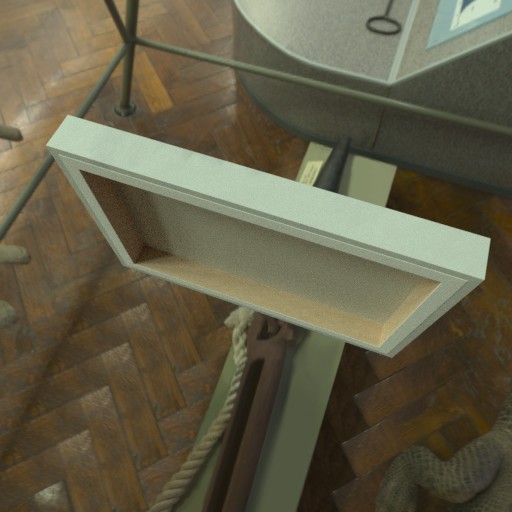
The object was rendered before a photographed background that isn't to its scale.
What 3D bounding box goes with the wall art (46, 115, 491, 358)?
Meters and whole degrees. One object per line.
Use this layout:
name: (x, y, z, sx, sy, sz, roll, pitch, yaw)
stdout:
wall art: (0.000, 0.000, 0.485, 0.381, 0.254, 0.038, 18, 65, 9)
